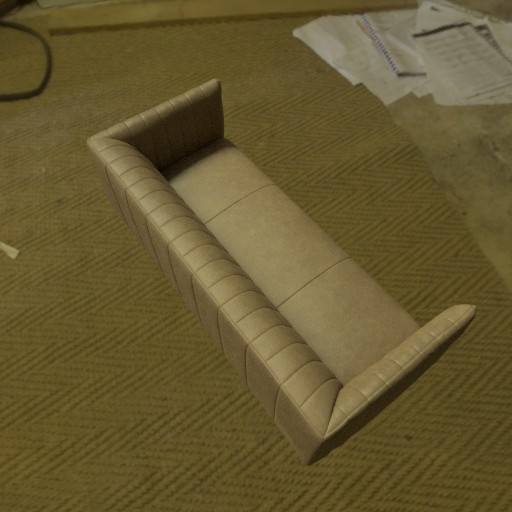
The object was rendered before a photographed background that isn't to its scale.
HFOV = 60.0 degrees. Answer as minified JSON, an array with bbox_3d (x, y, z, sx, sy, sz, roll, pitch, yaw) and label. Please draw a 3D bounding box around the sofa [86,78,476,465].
[{"bbox_3d":[0.000,0.000,2.406,0.876,0.779,1.980,-33,63,-19],"label":"sofa"}]
